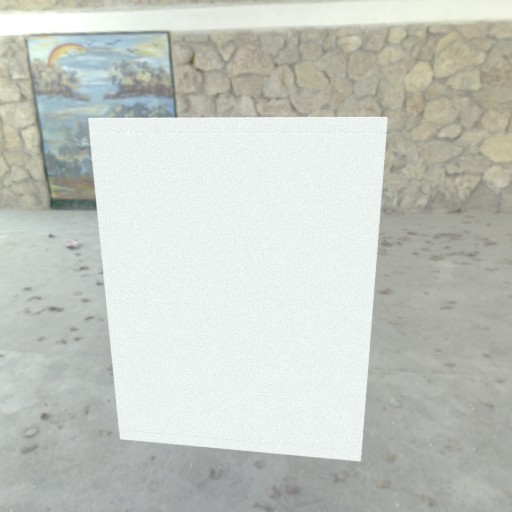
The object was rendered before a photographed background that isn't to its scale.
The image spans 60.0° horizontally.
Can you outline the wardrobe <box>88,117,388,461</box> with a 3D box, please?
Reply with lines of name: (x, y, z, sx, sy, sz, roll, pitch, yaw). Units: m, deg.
wardrobe: (0.000, 0.000, 0.892, 0.400, 0.520, 0.500, 2, 16, 7)
